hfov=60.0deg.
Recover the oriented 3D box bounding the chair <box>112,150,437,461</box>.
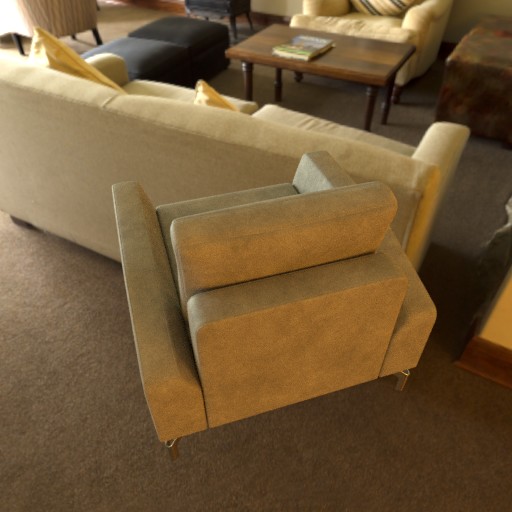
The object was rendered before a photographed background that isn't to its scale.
[{"bbox_3d":[0.000,0.000,1.578,0.900,0.800,0.900,-12,44,-13],"label":"chair"}]
